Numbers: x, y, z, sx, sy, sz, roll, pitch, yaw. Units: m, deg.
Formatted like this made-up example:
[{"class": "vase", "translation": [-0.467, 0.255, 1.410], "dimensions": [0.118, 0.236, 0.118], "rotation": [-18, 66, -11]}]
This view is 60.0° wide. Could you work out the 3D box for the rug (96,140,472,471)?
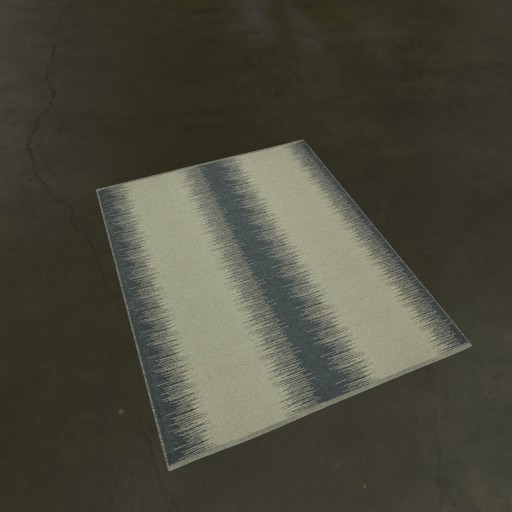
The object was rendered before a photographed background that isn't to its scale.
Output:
[{"class": "rug", "translation": [0.000, 0.000, 4.104], "dimensions": [2.453, 0.004, 3.037], "rotation": [-17, 51, -14]}]
